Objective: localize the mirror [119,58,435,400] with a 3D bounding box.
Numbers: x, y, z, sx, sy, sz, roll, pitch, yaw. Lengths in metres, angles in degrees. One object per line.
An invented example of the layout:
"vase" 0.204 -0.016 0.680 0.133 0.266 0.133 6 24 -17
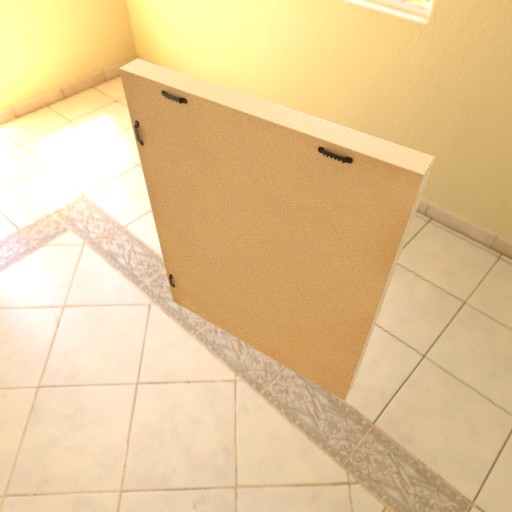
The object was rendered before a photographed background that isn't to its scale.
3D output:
"mirror" 0.000 0.000 0.696 0.405 0.508 0.041 26 53 22
